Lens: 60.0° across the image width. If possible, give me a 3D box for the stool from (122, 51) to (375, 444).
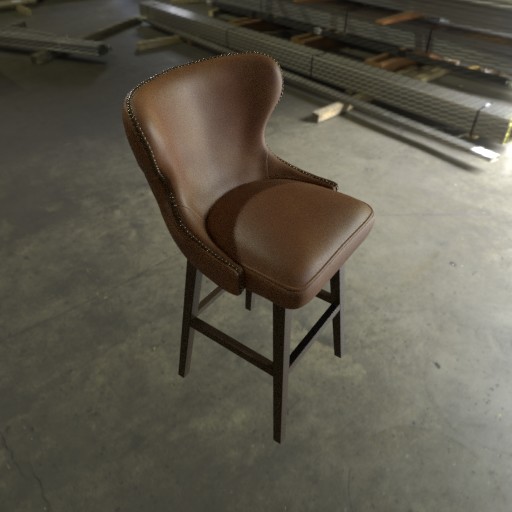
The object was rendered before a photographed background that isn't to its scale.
[{"bbox_3d":[0.000,0.000,1.440,0.606,1.087,0.591,25,46,27],"label":"stool"}]
